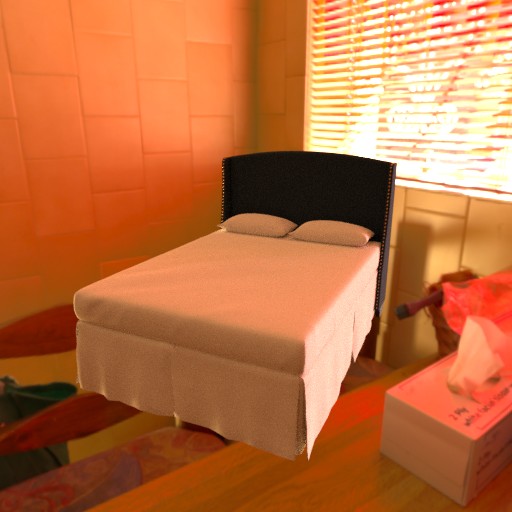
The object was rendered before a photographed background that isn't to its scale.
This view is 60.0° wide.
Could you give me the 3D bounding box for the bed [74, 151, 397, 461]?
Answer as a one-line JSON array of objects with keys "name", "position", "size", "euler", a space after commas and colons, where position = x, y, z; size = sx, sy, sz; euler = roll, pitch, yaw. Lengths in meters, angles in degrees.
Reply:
[{"name": "bed", "position": [0.000, 0.000, 3.285], "size": [1.604, 1.402, 2.223], "euler": [8, 19, 24]}]
